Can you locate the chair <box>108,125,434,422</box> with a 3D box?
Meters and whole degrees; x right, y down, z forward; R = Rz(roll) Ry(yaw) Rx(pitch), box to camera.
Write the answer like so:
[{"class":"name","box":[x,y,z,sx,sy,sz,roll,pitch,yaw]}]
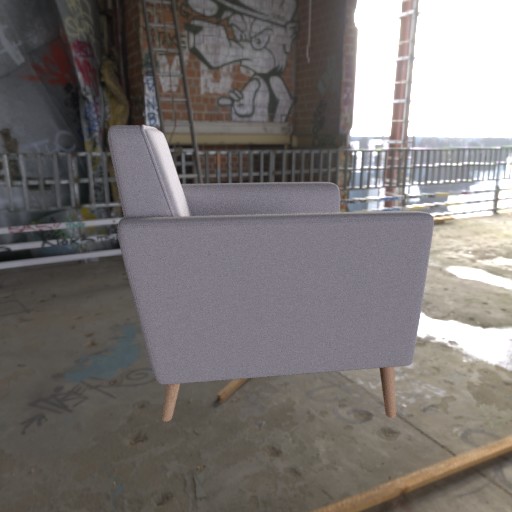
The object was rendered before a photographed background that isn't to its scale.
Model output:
[{"class":"chair","box":[0.000,0.000,1.391,0.750,0.780,0.780,-2,15,-8]}]
